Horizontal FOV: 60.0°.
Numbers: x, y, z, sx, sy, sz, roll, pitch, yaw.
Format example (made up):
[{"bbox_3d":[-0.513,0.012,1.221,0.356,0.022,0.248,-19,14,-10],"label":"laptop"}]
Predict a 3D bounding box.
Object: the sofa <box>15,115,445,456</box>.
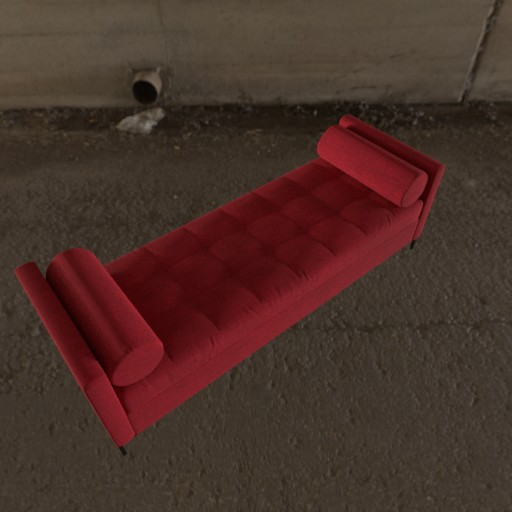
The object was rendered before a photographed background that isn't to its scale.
[{"bbox_3d":[0.000,0.000,2.253,1.981,0.635,0.686,-30,54,-26],"label":"sofa"}]
